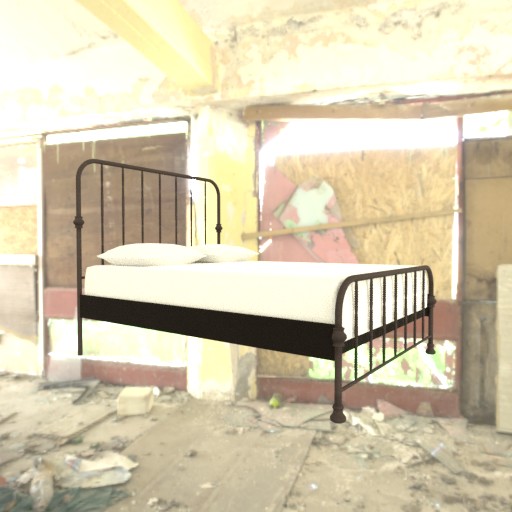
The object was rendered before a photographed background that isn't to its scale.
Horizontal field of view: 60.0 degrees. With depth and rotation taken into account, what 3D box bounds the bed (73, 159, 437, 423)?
[{"bbox_3d":[0.000,0.000,3.231,2.134,1.446,1.616,1,2,36],"label":"bed"}]
